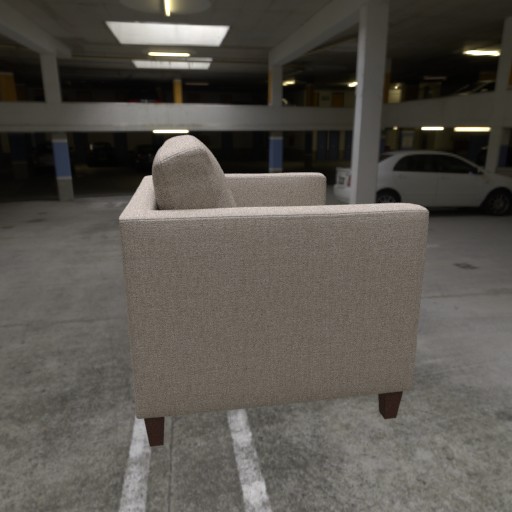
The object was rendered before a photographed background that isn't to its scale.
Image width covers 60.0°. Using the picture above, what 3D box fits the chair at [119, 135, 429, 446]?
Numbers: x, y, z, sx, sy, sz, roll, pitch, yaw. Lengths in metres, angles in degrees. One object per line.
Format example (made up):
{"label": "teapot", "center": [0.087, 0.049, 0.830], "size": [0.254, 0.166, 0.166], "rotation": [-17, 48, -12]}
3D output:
{"label": "chair", "center": [0.000, 0.000, 1.842], "size": [0.959, 0.961, 1.107], "rotation": [-3, 17, -10]}
